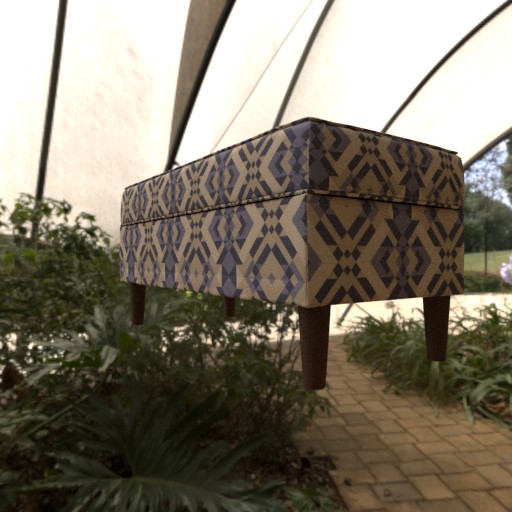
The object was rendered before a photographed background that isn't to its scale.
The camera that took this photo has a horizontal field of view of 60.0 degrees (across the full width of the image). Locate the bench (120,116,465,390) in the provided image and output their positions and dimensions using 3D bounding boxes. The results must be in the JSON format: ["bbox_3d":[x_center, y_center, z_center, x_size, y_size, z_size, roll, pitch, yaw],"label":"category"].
[{"bbox_3d":[0.000,0.000,1.286,0.492,0.477,1.016,0,0,-35],"label":"bench"}]
